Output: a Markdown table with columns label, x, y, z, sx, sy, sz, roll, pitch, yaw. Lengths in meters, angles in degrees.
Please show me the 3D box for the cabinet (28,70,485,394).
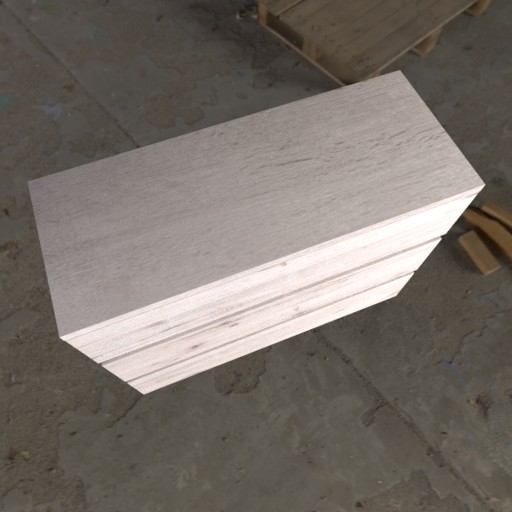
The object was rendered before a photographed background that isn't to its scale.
| label | x | y | z | sx | sy | sz | roll | pitch | yaw |
| --- | --- | --- | --- | --- | --- | --- | --- | --- | --- |
| cabinet | 0.000 | 0.000 | 1.454 | 1.040 | 0.820 | 0.420 | -20 | 66 | -9 |
